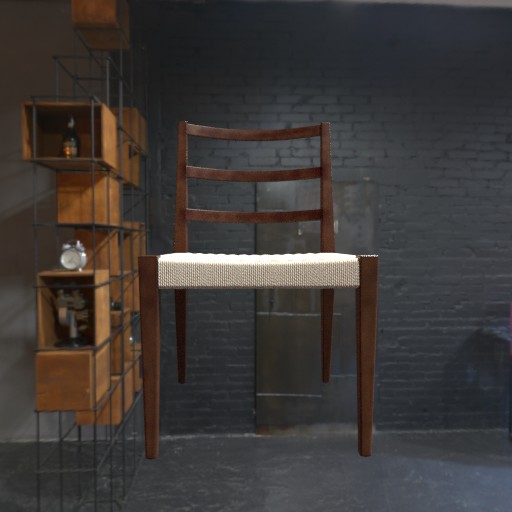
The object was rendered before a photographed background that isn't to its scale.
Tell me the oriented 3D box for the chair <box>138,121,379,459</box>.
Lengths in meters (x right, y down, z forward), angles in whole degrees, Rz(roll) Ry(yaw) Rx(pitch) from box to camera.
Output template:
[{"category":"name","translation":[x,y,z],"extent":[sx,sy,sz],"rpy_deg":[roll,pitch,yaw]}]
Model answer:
[{"category":"chair","translation":[0.000,0.000,1.153],"extent":[0.480,0.813,0.551],"rpy_deg":[0,2,-1]}]
